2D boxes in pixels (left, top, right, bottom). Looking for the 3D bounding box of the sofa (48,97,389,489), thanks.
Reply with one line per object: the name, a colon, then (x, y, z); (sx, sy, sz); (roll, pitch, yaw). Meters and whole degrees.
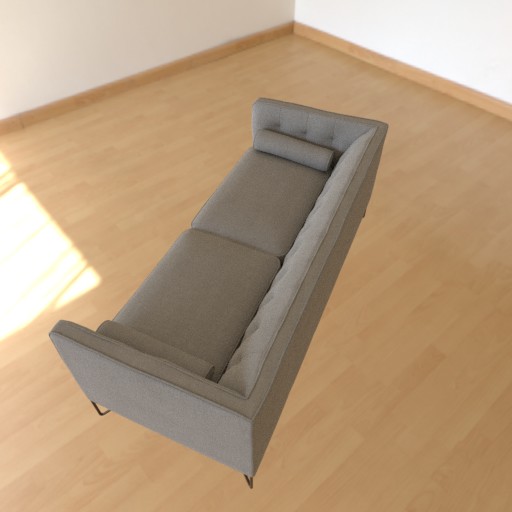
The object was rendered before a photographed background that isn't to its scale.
sofa: (0.000, 0.000, 2.518); (0.912, 0.798, 2.079); (18, 50, 16)
